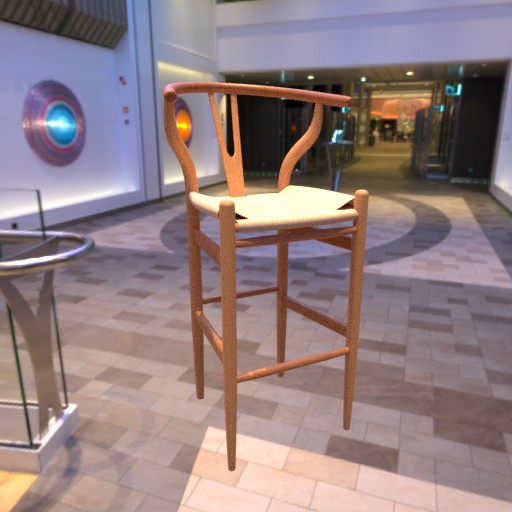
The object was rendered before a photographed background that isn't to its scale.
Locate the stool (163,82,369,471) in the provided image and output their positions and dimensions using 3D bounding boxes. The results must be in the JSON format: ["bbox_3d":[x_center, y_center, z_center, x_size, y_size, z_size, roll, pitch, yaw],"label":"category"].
[{"bbox_3d":[0.000,0.000,1.400,0.574,1.068,0.561,-8,18,-25],"label":"stool"}]
